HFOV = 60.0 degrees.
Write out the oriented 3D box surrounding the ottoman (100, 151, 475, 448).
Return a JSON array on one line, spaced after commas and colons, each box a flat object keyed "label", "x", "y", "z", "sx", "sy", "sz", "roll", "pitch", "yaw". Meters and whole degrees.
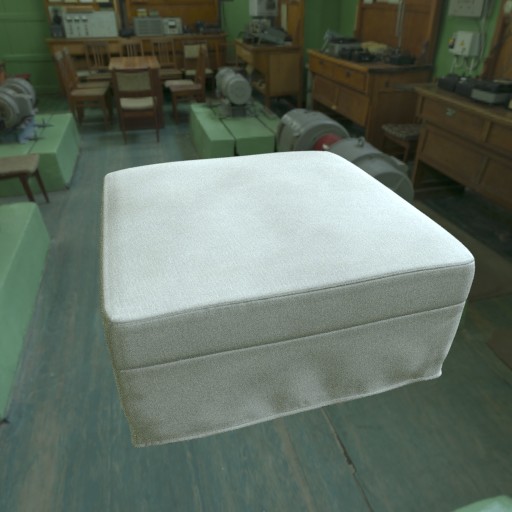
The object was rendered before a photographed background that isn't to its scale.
[{"label": "ottoman", "x": 0.000, "y": 0.000, "z": 1.318, "sx": 0.842, "sy": 0.441, "sz": 0.843, "roll": -9, "pitch": 32, "yaw": -14}]
